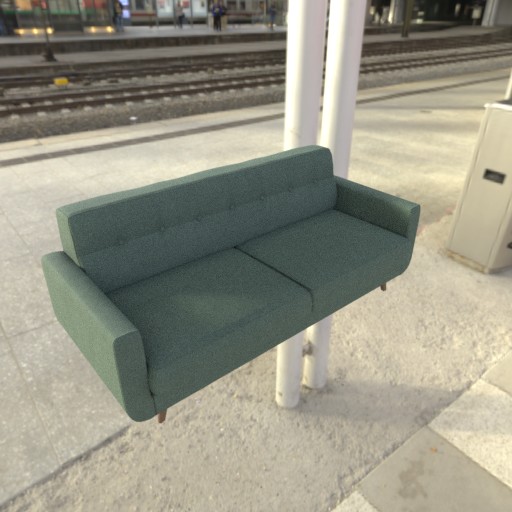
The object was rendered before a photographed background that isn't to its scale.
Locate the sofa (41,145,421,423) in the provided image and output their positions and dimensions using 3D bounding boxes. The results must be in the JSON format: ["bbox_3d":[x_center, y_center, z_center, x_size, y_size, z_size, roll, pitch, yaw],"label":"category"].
[{"bbox_3d":[0.000,0.000,2.522,2.029,0.841,0.909,-22,36,-34],"label":"sofa"}]
